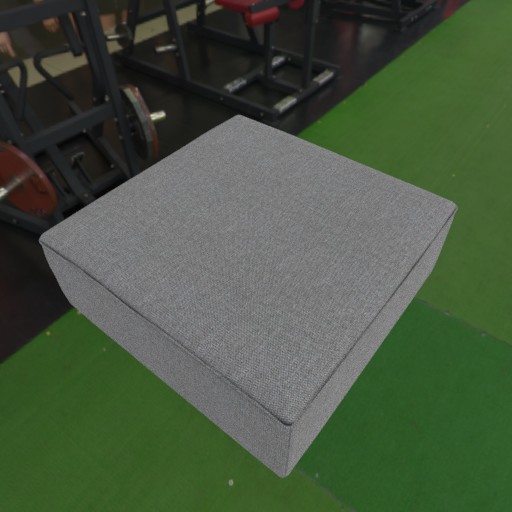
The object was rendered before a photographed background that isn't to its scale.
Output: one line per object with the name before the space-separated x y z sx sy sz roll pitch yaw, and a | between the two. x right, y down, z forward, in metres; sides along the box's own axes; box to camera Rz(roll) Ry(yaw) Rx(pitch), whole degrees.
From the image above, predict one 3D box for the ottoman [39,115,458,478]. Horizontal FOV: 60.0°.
ottoman | 0.000 0.000 1.589 1.017 0.423 1.023 31 54 26
